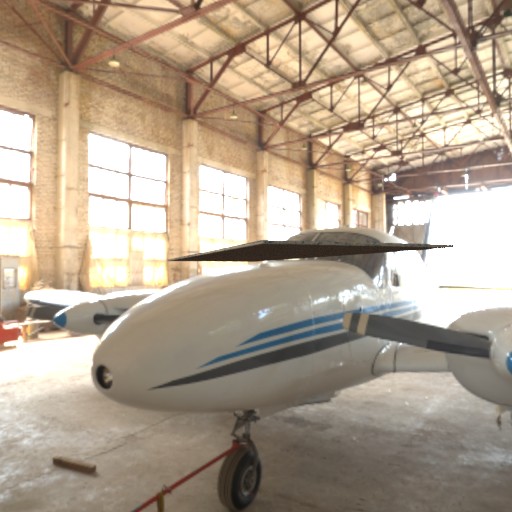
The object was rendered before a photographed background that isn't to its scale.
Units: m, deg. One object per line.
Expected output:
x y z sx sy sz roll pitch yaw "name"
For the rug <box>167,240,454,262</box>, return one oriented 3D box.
0.000 0.000 2.703 0.770 0.013 2.434 1 -2 -18 "rug"
